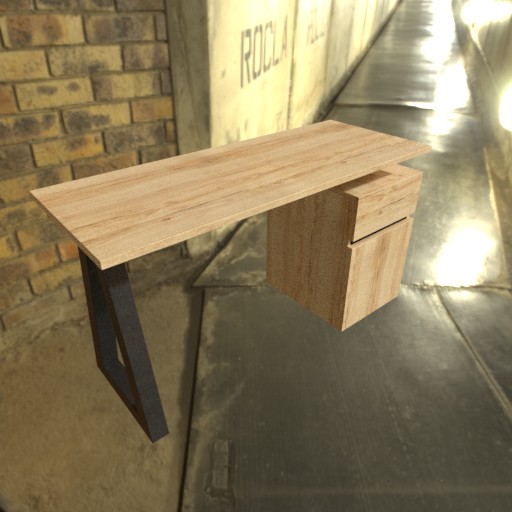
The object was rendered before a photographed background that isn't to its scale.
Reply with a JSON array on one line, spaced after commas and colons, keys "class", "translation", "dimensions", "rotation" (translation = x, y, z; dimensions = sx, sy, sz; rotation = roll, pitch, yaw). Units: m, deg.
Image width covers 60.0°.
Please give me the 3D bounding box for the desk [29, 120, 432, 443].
[{"class": "desk", "translation": [0.000, 0.000, 1.793], "dimensions": [1.400, 0.760, 0.550], "rotation": [-23, 38, -33]}]
